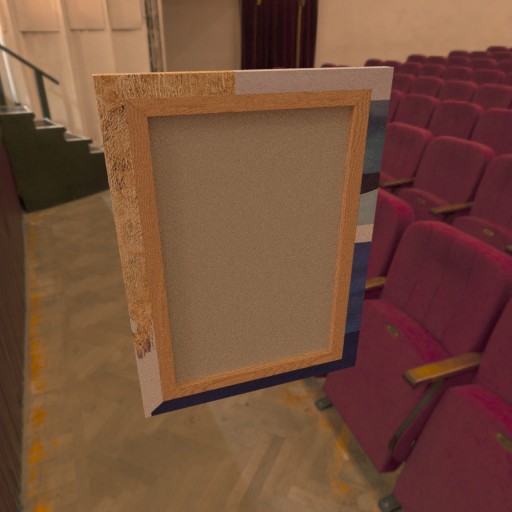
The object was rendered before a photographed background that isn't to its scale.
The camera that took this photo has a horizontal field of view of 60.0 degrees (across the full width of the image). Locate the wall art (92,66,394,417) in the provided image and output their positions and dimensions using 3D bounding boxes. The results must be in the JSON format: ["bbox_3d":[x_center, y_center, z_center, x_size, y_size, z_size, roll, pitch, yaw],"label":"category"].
[{"bbox_3d":[0.000,0.000,0.792,0.458,0.613,0.026,-9,28,-17],"label":"wall art"}]
